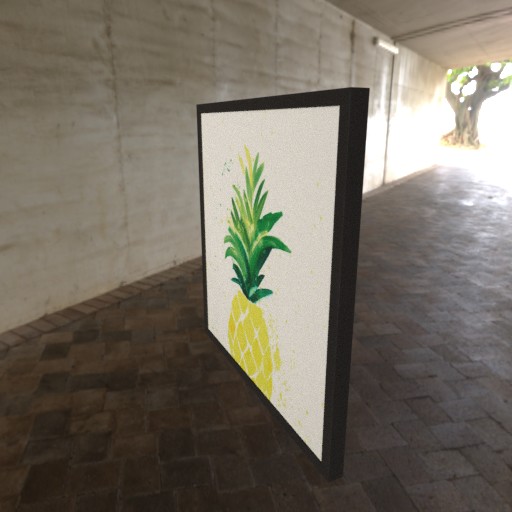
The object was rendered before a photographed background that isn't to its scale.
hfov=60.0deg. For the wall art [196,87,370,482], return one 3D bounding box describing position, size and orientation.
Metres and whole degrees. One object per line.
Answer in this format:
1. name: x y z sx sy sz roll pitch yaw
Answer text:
1. wall art: 0.000 0.000 1.136 0.037 0.760 0.762 -8 18 -24
